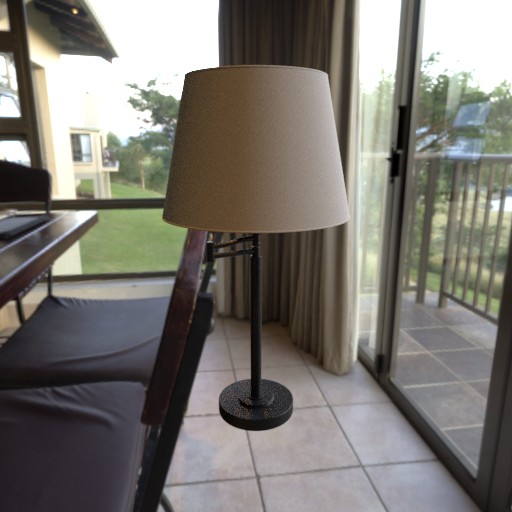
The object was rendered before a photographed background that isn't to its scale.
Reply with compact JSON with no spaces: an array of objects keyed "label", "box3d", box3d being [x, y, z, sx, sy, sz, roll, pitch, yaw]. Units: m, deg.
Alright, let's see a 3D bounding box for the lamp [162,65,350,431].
[{"label":"lamp","box3d":[0.000,0.000,0.894,0.363,0.696,0.363,0,15,0]}]
